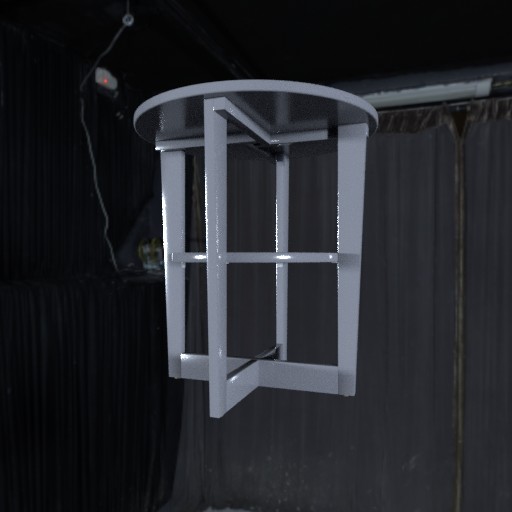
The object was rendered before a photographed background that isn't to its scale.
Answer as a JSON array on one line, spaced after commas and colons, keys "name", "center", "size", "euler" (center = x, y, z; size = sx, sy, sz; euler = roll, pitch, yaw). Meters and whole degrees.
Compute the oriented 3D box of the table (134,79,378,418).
[{"name": "table", "center": [0.000, 0.000, 0.940], "size": [0.500, 0.550, 0.500], "euler": [0, 0, 0]}]
